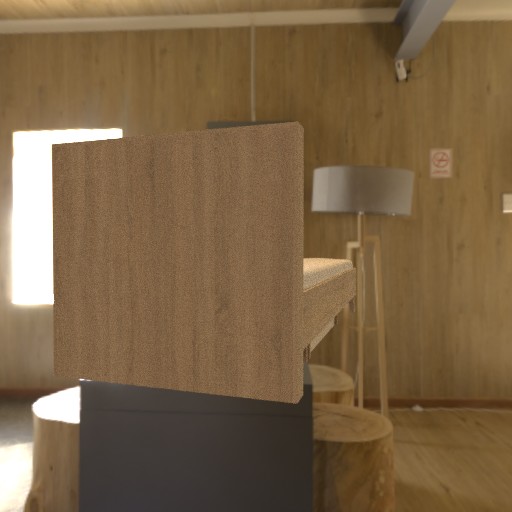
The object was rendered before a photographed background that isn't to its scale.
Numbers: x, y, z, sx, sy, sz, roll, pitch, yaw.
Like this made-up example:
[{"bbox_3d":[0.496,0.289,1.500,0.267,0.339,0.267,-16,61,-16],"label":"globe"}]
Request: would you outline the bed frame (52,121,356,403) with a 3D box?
[{"bbox_3d":[0.000,0.000,2.615,0.990,0.920,2.140,0,1,18],"label":"bed frame"}]
